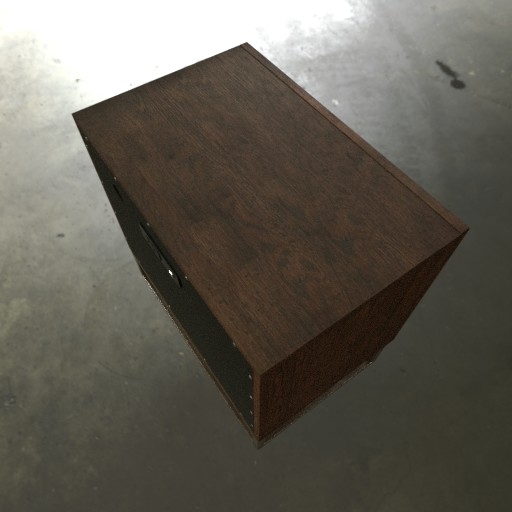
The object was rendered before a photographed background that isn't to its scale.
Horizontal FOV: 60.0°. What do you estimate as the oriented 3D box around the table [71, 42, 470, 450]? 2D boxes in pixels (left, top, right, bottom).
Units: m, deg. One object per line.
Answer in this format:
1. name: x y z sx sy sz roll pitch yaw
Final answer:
1. table: 0.000 0.000 1.271 0.542 0.746 0.767 -31 62 -18
